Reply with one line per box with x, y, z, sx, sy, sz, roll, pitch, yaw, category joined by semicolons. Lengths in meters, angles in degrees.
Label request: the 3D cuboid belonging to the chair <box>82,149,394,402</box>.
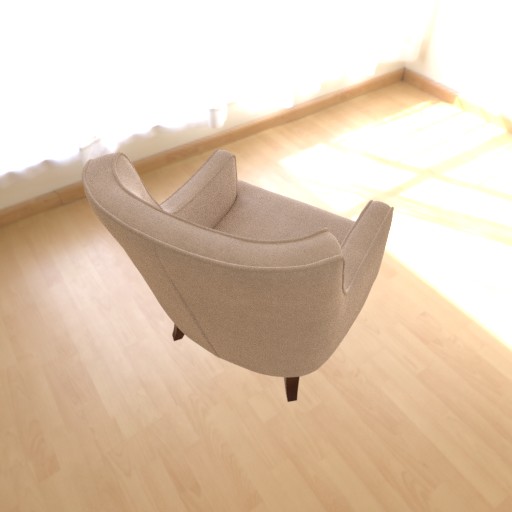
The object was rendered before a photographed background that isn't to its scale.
0.000;0.000;1.597;0.781;0.920;0.910;23;50;20;chair
